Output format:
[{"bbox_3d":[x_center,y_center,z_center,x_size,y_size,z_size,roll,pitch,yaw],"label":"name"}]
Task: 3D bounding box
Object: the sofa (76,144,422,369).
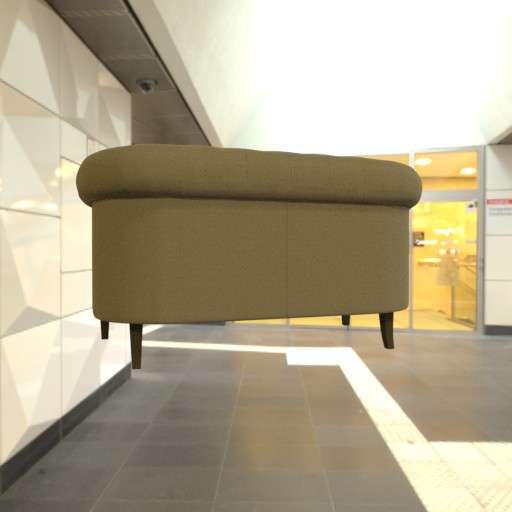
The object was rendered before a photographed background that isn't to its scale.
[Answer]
[{"bbox_3d":[0.000,0.000,2.052,1.558,0.827,0.835,0,1,-18],"label":"sofa"}]
